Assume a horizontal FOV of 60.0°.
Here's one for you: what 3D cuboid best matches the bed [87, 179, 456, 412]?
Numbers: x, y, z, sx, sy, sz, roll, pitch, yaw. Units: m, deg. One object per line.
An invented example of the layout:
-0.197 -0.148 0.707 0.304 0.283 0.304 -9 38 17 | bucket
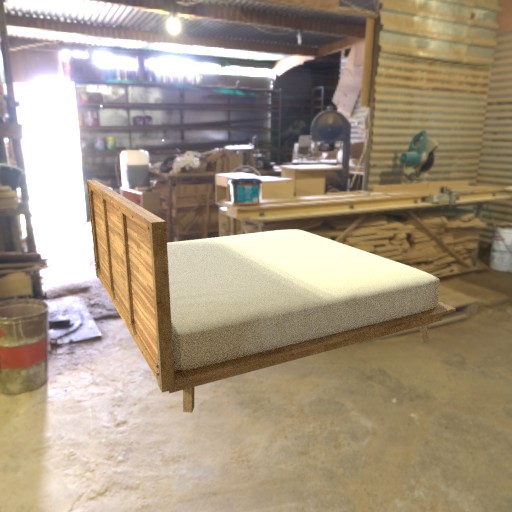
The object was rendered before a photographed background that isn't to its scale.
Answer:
0.000 0.000 3.496 2.167 1.100 2.116 -8 17 -26 | bed
